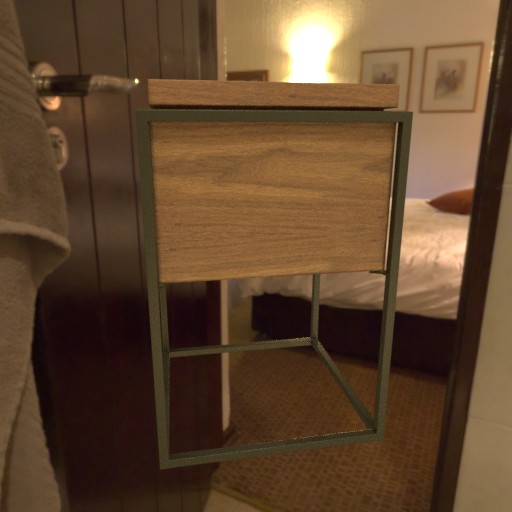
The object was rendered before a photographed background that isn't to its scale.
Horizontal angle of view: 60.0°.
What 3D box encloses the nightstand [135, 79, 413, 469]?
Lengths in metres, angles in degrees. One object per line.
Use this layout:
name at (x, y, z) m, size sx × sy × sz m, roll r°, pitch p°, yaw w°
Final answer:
nightstand at (0.000, 0.000, 0.875) m, size 0.397 × 0.607 × 0.397 m, roll -3°, pitch 16°, yaw -10°
